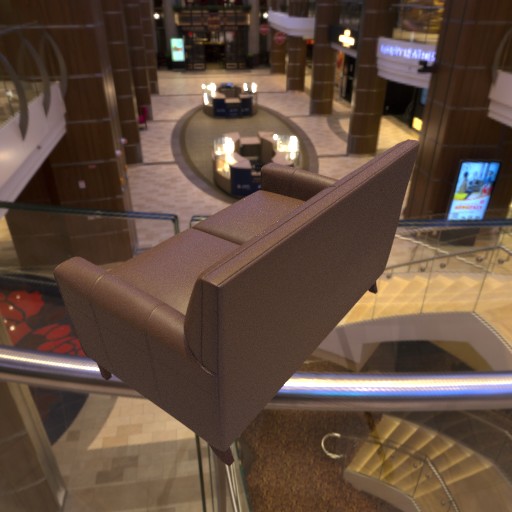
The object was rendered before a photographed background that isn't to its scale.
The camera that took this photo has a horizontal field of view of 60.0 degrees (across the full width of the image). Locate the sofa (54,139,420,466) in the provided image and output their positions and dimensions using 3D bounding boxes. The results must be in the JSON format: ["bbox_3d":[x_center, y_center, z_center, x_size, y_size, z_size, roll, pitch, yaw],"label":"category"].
[{"bbox_3d":[0.000,0.000,2.013,0.853,0.859,1.468,21,37,30],"label":"sofa"}]
